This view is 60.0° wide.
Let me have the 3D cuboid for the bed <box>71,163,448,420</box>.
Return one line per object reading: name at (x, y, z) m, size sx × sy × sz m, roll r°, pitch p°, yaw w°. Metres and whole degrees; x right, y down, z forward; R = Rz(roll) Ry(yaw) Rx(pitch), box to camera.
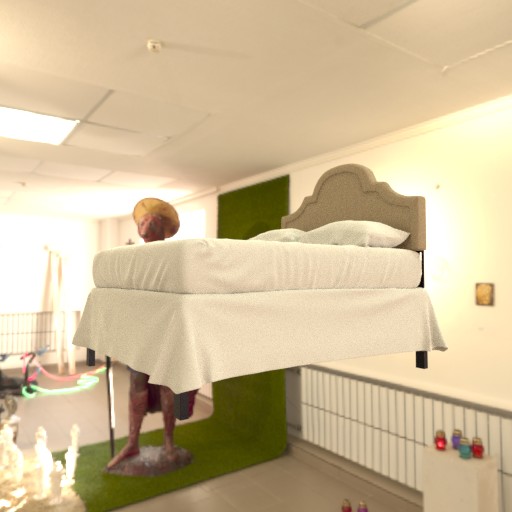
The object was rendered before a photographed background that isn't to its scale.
bed at (0.000, 0.000, 3.299) m, size 2.222 × 1.634 × 1.780 m, roll 2°, pitch -3°, yaw -36°
